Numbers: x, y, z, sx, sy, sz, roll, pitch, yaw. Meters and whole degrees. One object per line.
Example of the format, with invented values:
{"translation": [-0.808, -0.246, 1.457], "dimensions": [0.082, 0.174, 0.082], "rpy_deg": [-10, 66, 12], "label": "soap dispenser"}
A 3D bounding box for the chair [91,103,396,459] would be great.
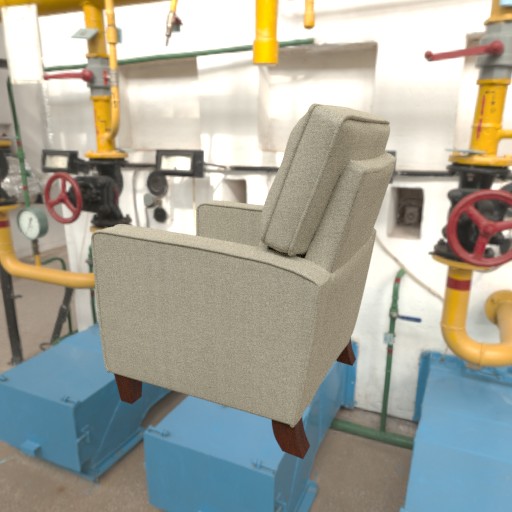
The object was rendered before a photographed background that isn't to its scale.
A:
{"translation": [0.000, 0.000, 1.405], "dimensions": [0.754, 0.888, 0.648], "rpy_deg": [7, 17, 24], "label": "chair"}
